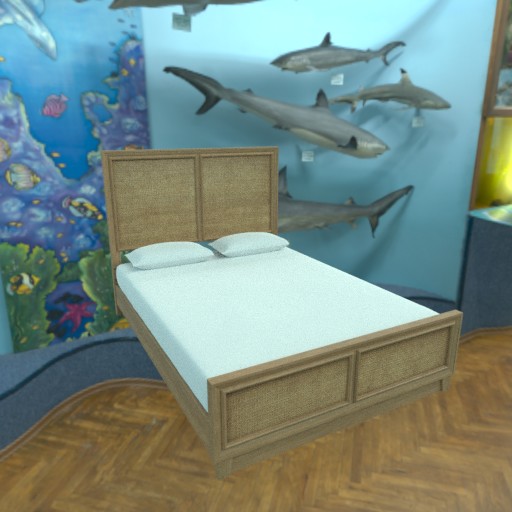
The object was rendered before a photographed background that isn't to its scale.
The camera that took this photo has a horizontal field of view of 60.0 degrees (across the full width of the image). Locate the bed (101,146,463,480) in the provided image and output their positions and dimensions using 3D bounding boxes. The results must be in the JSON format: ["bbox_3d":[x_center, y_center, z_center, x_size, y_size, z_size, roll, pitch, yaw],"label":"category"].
[{"bbox_3d":[0.000,0.000,3.127,1.606,1.387,2.184,-9,18,-27],"label":"bed"}]
